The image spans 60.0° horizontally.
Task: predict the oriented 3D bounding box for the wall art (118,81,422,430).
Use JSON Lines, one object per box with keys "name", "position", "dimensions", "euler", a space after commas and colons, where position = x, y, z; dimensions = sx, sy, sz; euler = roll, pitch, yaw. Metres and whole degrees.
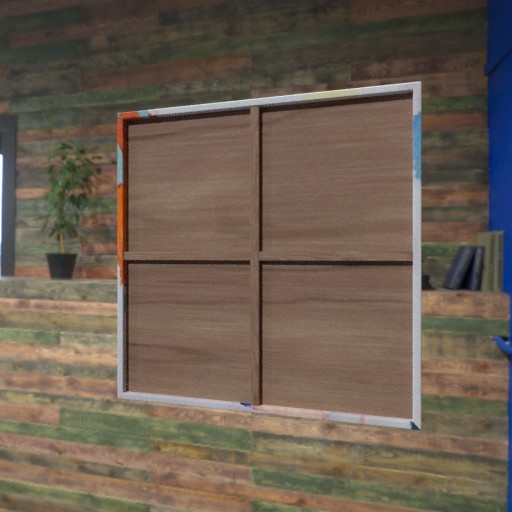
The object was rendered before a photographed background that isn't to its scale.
{"name": "wall art", "position": [0.000, 0.000, 1.454], "dimensions": [1.017, 1.017, 0.044], "euler": [0, 0, 16]}
